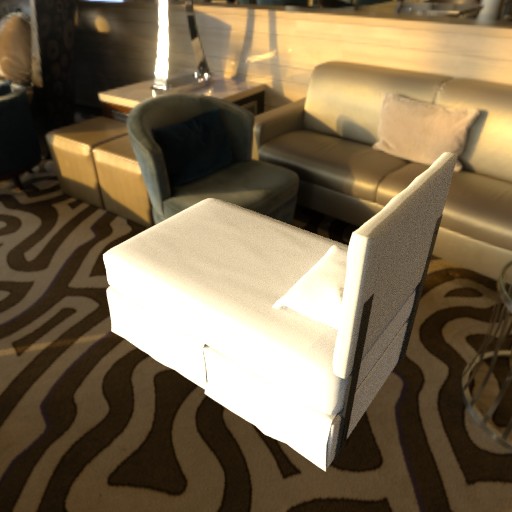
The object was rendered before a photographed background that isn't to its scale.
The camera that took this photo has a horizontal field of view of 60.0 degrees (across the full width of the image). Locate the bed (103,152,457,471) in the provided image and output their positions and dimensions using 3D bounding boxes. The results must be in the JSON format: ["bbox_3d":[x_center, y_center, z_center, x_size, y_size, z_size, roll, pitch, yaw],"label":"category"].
[{"bbox_3d":[0.000,0.000,3.011,1.997,1.571,1.261,23,40,30],"label":"bed"}]
